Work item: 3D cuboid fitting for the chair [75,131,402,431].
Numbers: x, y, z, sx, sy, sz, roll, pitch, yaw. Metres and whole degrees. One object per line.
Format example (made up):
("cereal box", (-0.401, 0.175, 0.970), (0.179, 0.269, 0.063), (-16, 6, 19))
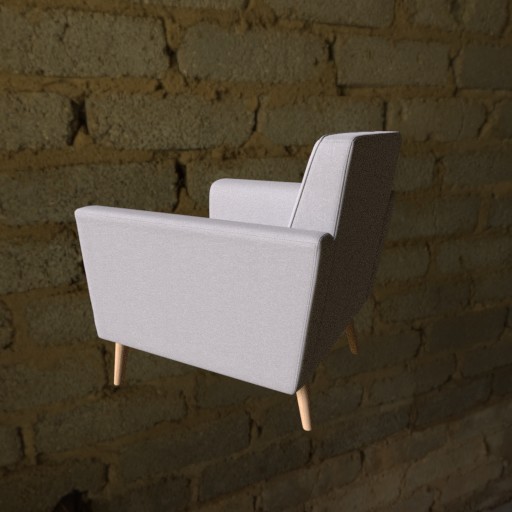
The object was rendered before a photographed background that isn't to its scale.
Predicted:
("chair", (0.000, 0.000, 1.432), (0.750, 0.780, 0.780), (9, 19, 27))
